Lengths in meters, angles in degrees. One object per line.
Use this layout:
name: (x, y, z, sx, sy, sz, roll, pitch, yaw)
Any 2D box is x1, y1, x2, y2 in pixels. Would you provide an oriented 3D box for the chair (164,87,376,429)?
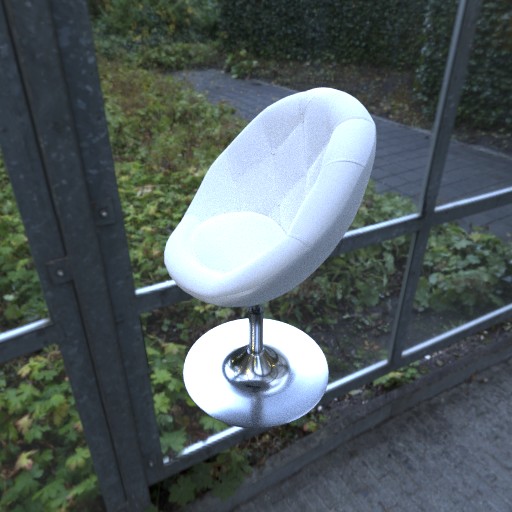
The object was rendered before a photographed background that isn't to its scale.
chair: (0.000, 0.000, 1.820, 0.736, 1.261, 0.940, -8, 32, -14)
